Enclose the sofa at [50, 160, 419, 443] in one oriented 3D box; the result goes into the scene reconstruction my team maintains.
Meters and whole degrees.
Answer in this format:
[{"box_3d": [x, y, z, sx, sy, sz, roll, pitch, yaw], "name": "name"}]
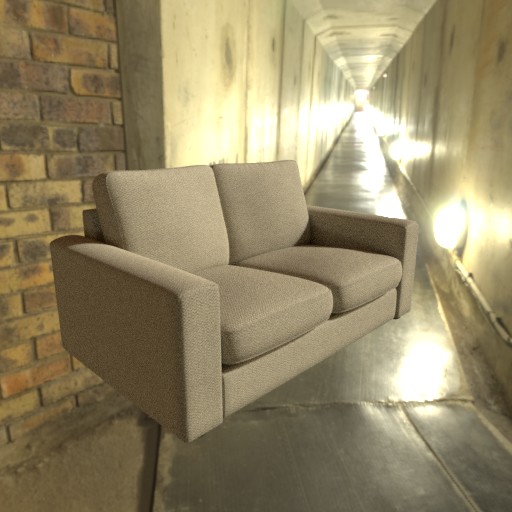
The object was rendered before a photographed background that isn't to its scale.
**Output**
[{"box_3d": [0.000, 0.000, 2.218, 1.016, 0.873, 1.616, 15, 21, 42], "name": "sofa"}]
